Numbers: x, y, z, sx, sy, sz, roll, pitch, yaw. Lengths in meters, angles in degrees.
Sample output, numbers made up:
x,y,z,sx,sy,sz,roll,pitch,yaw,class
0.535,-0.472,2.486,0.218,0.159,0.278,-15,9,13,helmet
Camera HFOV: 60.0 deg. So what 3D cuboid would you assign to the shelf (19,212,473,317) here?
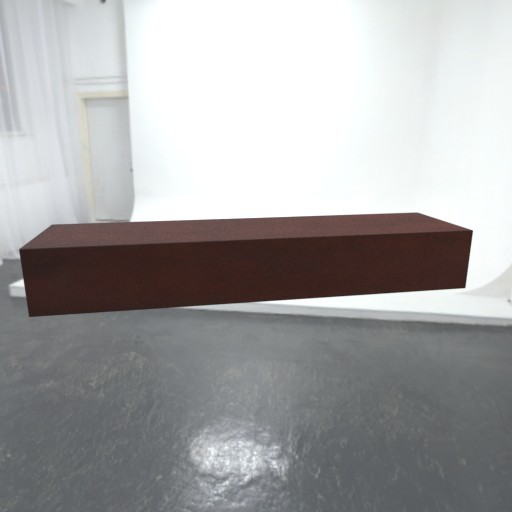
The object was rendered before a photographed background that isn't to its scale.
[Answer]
x,y,z,sx,sy,sz,roll,pitch,yaw,class
0.000,0.000,0.668,0.607,0.088,0.152,-3,16,-10,shelf
